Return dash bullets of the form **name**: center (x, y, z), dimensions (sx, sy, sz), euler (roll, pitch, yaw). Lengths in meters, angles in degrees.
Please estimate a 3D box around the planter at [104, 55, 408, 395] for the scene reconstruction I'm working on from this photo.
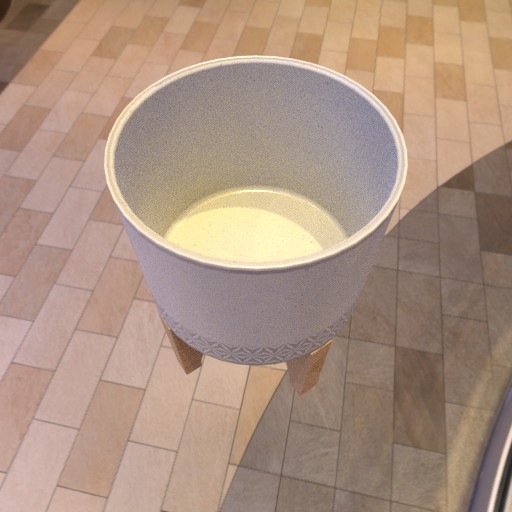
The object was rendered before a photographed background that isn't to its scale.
- **planter**: center (0.000, 0.000, 0.265), dimensions (0.130, 0.178, 0.130), euler (0, 56, 0)
